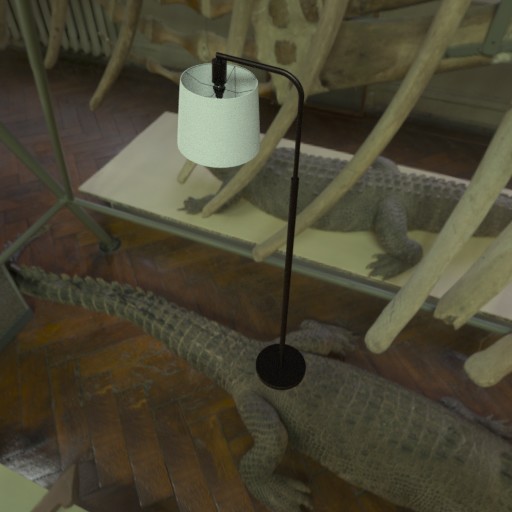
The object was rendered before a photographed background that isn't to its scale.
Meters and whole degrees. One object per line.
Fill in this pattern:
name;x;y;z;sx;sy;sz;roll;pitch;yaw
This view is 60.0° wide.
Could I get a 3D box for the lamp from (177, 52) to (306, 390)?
lamp;0.000;0.000;1.686;0.508;1.478;0.254;17;48;15
